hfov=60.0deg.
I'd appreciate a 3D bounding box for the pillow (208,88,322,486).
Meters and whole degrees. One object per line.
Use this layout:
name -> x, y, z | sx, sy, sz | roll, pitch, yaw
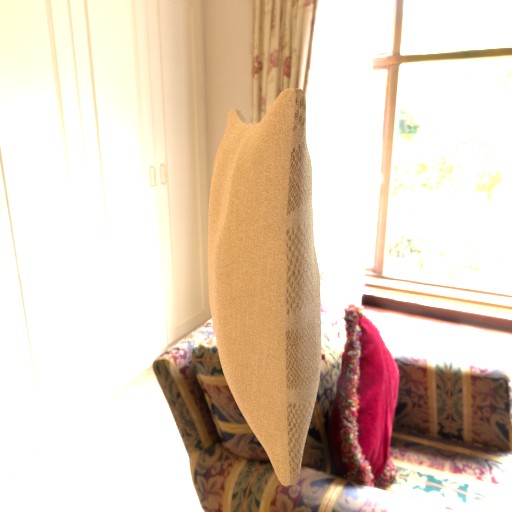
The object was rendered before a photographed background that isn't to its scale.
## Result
pillow -> 0.000, 0.000, 0.657 | 0.138, 0.432, 0.436 | -3, 16, -10
